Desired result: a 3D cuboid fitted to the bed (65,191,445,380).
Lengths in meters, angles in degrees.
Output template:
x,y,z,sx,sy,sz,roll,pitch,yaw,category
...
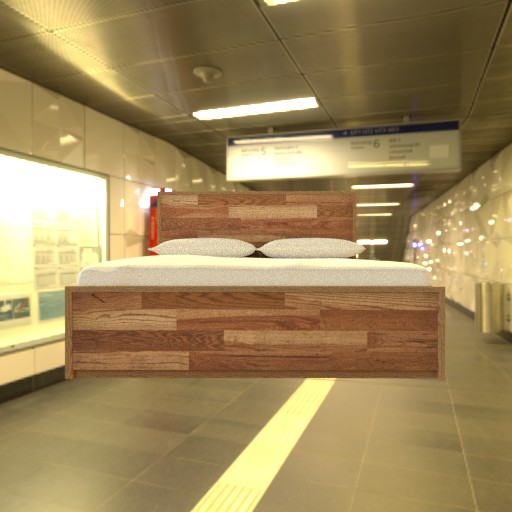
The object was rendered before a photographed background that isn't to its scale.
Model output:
x,y,z,sx,sy,sz,roll,pitch,yaw,category
0.000,0.000,3.432,2.013,1.295,2.184,0,0,0,bed
